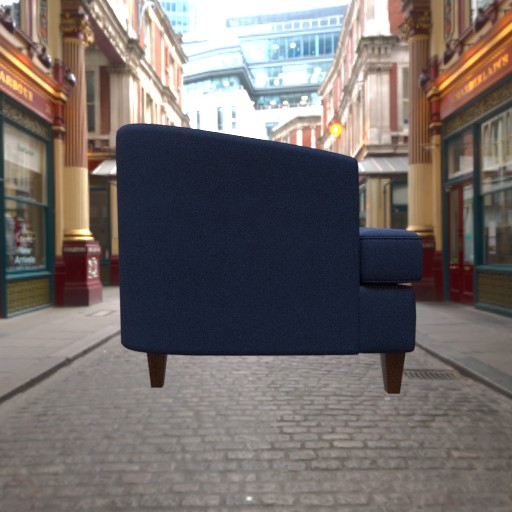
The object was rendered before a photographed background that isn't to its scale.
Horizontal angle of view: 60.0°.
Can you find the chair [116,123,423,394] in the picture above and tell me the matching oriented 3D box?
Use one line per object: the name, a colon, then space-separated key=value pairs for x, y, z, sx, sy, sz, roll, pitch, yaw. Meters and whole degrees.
chair: x=0.000 y=0.000 z=1.756 sx=0.914 sy=0.787 sz=1.118 roll=0 pitch=0 yaw=-1
